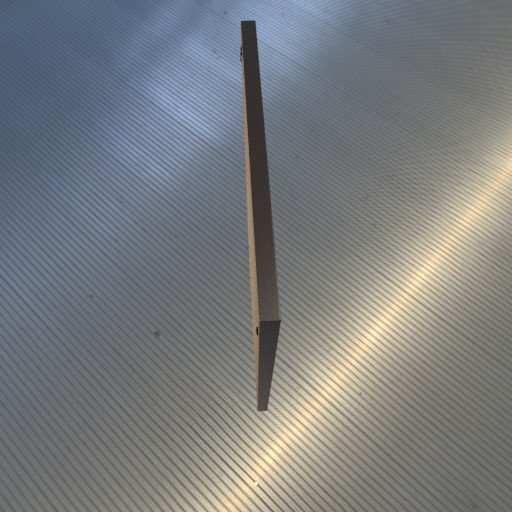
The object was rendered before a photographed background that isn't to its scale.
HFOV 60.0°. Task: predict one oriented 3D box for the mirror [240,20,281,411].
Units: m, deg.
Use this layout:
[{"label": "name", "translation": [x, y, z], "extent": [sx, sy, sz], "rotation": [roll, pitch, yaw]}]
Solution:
[{"label": "mirror", "translation": [0.000, 0.000, 1.352], "extent": [0.041, 1.016, 0.762], "rotation": [-3, 63, -1]}]
